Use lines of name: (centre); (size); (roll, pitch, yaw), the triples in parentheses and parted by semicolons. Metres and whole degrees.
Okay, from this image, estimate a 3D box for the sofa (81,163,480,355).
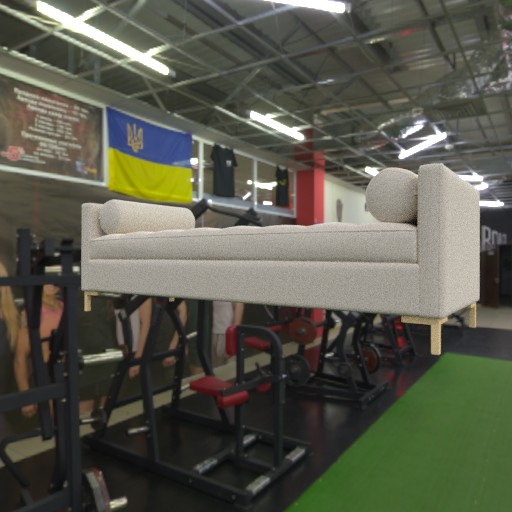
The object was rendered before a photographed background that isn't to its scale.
sofa: (0.000, 0.000, 2.283); (1.985, 0.641, 0.746); (0, 0, 35)
